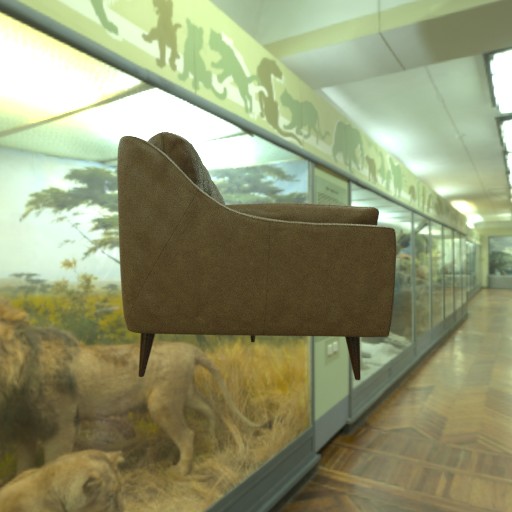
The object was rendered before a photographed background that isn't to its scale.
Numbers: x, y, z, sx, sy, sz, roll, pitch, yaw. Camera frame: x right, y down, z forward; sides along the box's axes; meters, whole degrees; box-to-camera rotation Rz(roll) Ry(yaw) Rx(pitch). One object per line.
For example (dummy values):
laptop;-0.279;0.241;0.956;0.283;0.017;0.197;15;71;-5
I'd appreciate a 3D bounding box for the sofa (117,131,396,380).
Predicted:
sofa;0.000;0.000;2.283;0.981;0.886;1.731;0;0;0
